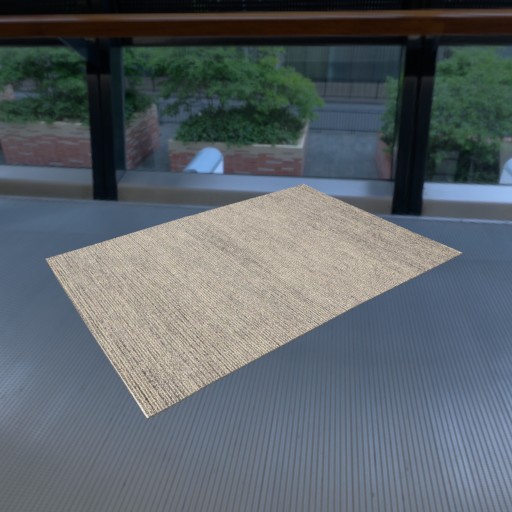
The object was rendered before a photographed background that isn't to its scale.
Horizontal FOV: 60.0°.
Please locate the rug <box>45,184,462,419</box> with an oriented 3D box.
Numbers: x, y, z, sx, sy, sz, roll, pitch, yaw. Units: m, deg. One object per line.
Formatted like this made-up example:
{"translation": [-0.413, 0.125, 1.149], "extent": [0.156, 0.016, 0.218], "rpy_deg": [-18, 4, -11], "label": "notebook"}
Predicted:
{"translation": [0.000, 0.000, 2.971], "extent": [2.307, 0.030, 1.604], "rpy_deg": [-20, 36, -31], "label": "rug"}
